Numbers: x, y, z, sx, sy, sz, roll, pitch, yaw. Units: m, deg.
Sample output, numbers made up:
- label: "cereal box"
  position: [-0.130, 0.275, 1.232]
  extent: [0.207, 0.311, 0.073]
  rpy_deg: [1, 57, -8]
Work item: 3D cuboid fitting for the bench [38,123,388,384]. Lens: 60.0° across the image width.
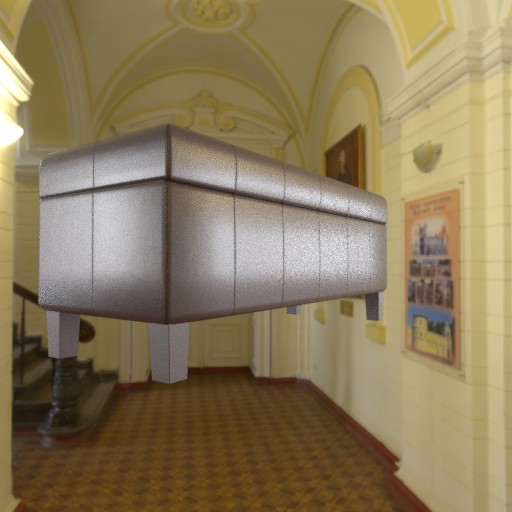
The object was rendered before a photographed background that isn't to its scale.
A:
- label: "bench"
  position: [0.000, 0.000, 1.307]
  extent: [0.429, 0.457, 1.092]
  rpy_deg: [-1, -1, 36]
